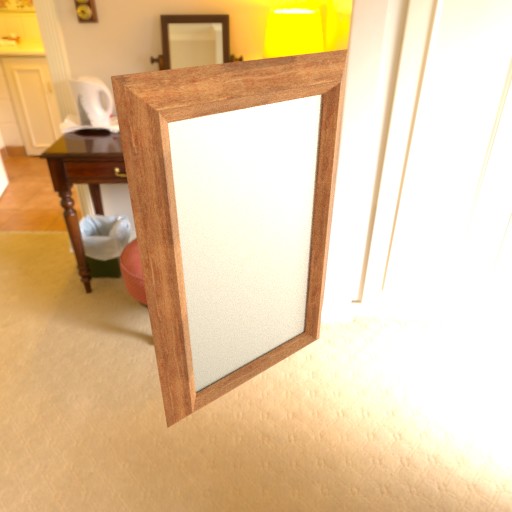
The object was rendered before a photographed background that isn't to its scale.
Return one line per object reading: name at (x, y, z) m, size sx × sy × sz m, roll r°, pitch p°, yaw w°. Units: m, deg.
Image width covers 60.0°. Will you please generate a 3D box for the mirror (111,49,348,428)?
mirror at (0.000, 0.000, 1.245) m, size 0.651 × 1.010 × 0.047 m, roll -22°, pitch 38°, yaw -32°
